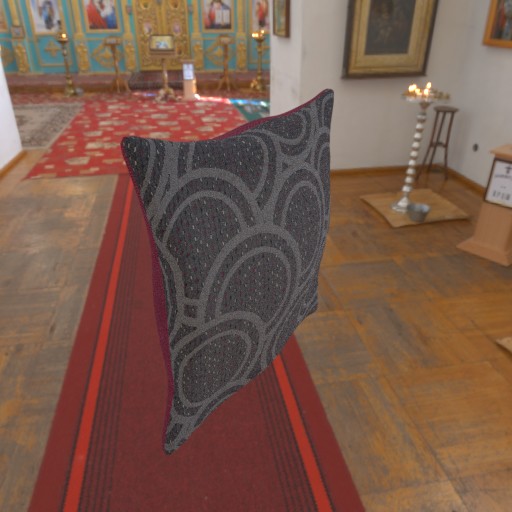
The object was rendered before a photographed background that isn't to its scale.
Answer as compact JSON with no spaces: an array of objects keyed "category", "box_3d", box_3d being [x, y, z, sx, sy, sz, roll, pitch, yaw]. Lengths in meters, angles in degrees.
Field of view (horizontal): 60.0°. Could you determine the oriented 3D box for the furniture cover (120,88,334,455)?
[{"category":"furniture cover","box_3d":[0.000,0.000,0.788,0.163,0.513,0.514,18,32,30]}]
